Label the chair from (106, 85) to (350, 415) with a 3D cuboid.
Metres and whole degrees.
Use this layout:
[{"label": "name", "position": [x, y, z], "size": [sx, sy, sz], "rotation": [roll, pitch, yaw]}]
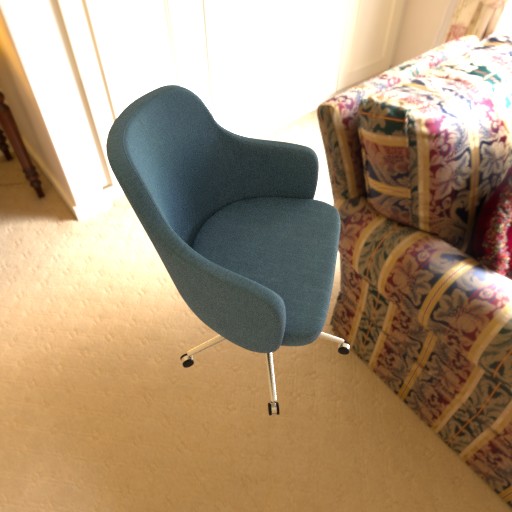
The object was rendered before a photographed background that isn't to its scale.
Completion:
[{"label": "chair", "position": [0.000, 0.000, 1.273], "size": [0.655, 0.820, 0.599], "rotation": [10, 48, 9]}]
